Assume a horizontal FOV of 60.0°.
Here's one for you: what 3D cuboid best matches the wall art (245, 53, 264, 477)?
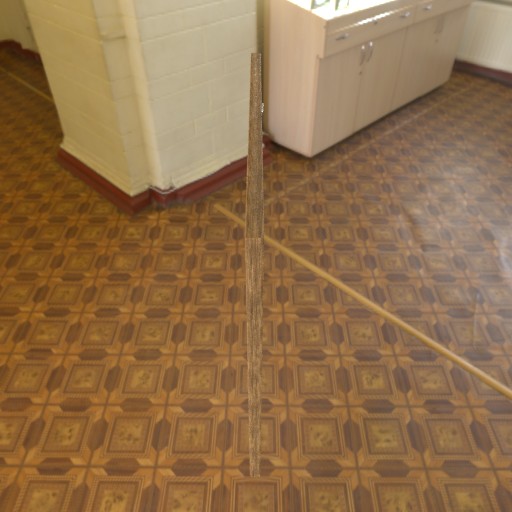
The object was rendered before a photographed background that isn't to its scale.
[{"bbox_3d":[0.000,0.000,0.823,0.021,0.576,0.561,0,42,0],"label":"wall art"}]
